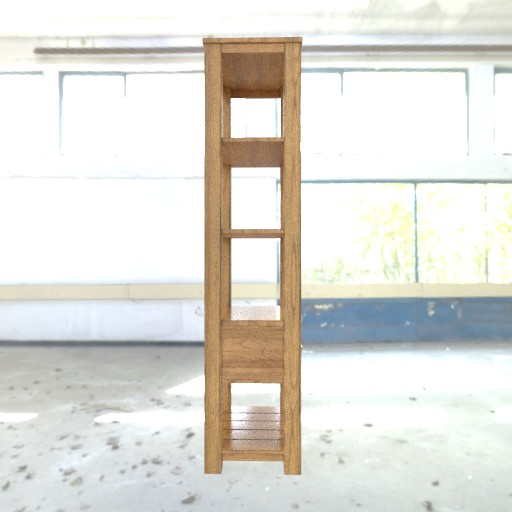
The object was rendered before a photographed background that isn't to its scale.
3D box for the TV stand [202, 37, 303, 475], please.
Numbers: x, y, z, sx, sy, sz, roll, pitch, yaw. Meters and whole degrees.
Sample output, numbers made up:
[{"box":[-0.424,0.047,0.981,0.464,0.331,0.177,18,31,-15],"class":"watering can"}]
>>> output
[{"box":[0.000,0.000,2.129,0.435,1.828,0.565,0,0,1],"class":"TV stand"}]
